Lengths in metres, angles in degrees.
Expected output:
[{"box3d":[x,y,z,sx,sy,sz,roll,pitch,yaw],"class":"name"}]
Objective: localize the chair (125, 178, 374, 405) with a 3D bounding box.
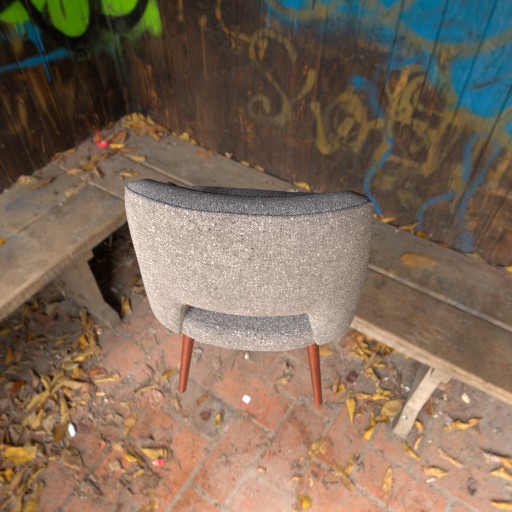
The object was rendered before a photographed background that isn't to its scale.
[{"box3d":[0.000,0.000,1.278,0.608,0.875,0.629,4,48,4],"class":"chair"}]
